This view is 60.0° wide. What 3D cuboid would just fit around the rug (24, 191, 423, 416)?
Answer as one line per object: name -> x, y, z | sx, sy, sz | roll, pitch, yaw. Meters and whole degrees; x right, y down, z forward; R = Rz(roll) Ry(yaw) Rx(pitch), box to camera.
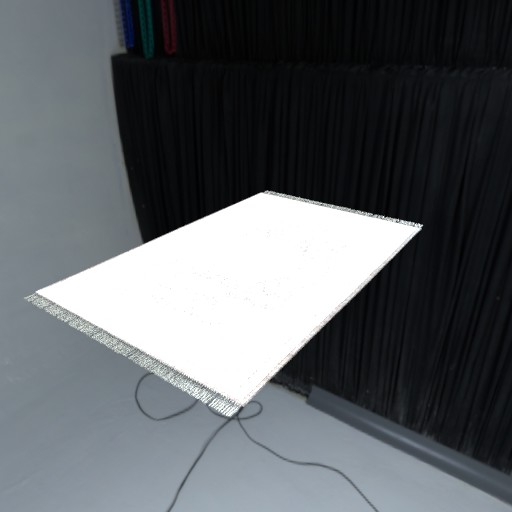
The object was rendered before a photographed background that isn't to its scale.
rug -> 0.000, 0.000, 3.013 | 1.528, 0.010, 2.440 | 18, 31, 32
